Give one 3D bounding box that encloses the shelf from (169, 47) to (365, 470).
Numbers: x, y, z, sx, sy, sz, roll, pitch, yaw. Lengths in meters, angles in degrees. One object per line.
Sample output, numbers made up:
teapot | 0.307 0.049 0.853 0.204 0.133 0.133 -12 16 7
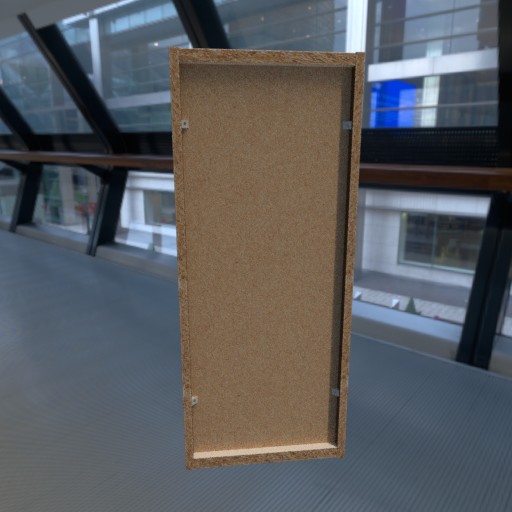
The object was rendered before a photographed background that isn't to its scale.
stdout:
shelf | 0.000 0.000 0.766 0.253 0.600 0.290 -2 13 -6
